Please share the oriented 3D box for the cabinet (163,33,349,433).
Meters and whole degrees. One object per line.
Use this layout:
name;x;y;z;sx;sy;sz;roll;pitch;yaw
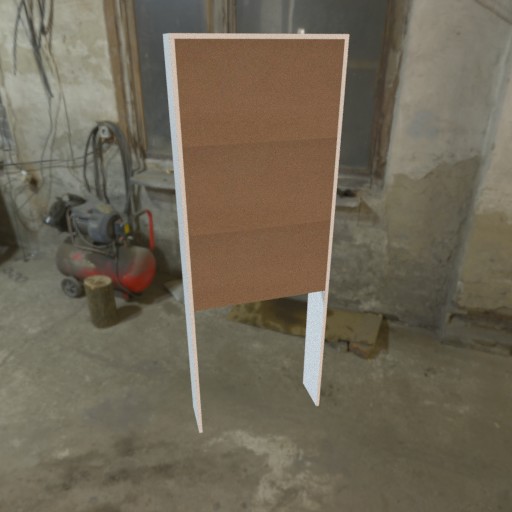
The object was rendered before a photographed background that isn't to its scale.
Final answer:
cabinet;0.000;0.000;1.977;0.643;1.770;0.192;-7;27;-15
